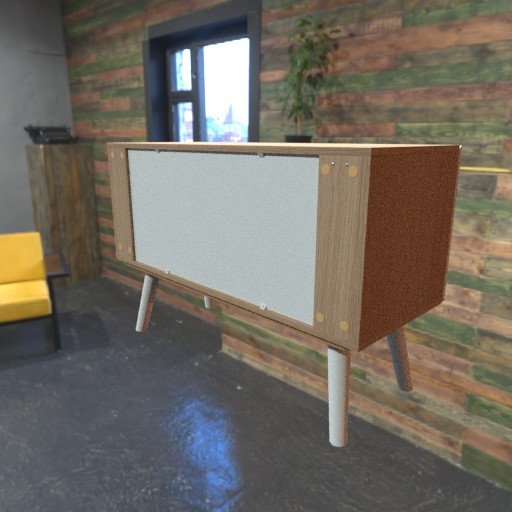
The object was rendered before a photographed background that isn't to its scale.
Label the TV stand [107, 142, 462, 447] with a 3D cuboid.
[{"bbox_3d":[0.000,0.000,1.344,0.407,0.660,0.991,-14,21,-43],"label":"TV stand"}]
